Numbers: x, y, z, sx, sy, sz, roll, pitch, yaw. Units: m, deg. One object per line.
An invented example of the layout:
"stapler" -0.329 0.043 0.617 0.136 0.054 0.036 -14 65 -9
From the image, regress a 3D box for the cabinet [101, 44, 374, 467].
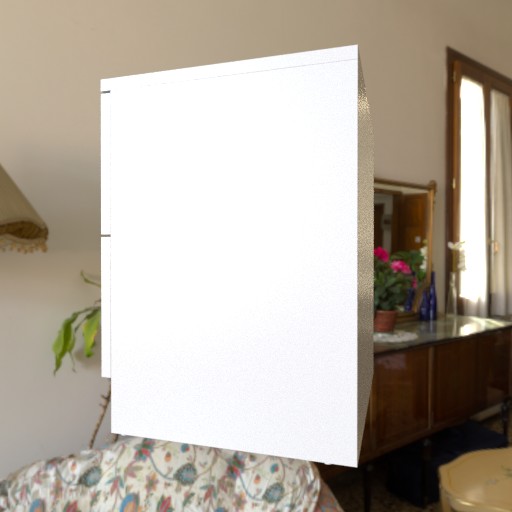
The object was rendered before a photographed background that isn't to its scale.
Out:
"cabinet" 0.000 0.000 0.735 0.360 0.470 0.400 0 0 17
